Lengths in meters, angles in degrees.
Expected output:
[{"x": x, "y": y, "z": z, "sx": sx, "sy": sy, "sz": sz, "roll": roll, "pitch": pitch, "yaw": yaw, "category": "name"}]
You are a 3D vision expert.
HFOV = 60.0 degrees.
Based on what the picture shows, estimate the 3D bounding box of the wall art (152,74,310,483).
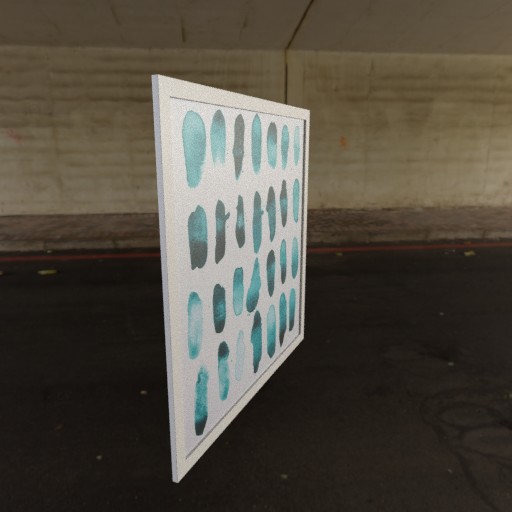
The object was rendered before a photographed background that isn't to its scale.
[{"x": 0.000, "y": 0.000, "z": 1.205, "sx": 0.013, "sy": 0.813, "sz": 0.812, "roll": 6, "pitch": 15, "yaw": 24, "category": "wall art"}]
